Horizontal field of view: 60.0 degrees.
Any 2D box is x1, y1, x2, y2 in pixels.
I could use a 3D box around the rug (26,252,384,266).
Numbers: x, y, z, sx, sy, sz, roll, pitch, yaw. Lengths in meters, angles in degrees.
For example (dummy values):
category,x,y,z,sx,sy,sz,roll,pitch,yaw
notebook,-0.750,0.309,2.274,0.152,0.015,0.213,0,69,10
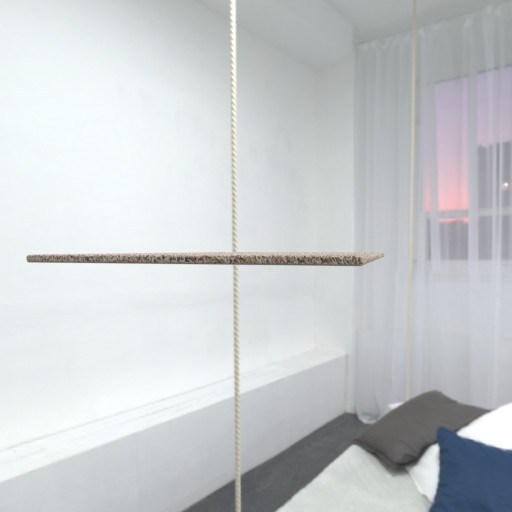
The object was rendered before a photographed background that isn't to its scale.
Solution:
category,x,y,z,sx,sy,sz,roll,pitch,yaw
rug,0.000,0.000,2.291,1.219,0.030,1.778,0,1,18
